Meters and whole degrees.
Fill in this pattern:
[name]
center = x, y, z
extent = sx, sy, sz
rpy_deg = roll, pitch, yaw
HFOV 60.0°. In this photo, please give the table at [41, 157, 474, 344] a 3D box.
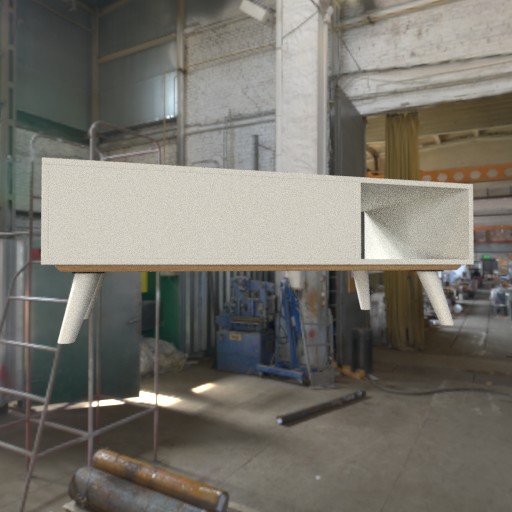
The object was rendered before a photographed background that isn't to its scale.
[table]
center = 0.000, 0.000, 1.463
extent = 1.194, 0.432, 0.609
rpy_deg = 0, -1, -17
